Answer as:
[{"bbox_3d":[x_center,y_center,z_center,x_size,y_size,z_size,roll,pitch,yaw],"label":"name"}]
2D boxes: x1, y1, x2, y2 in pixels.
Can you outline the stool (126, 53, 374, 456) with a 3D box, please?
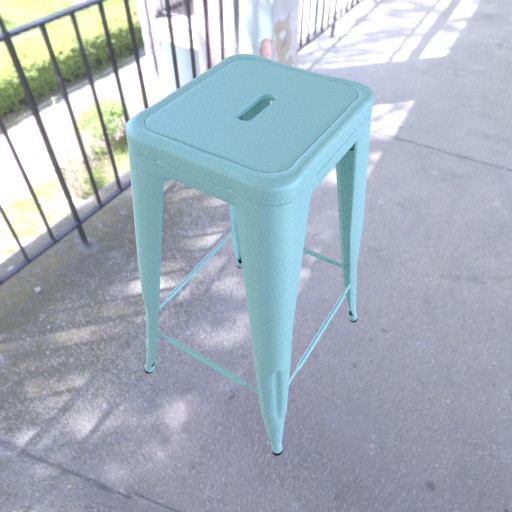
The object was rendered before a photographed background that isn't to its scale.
[{"bbox_3d":[0.000,0.000,0.831,0.359,0.609,0.399,24,52,21],"label":"stool"}]
